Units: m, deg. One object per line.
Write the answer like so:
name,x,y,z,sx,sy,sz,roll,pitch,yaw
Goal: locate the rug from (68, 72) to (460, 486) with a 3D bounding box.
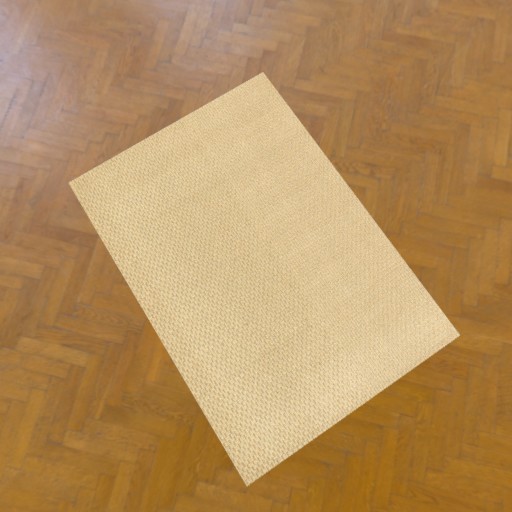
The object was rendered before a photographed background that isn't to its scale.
rug,0.000,0.000,2.757,1.509,0.013,2.144,-32,78,-7
